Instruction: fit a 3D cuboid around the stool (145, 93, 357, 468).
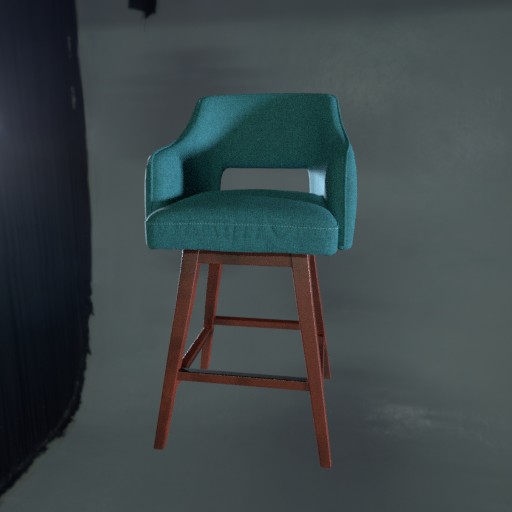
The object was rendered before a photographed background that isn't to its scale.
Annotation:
[{"bbox_3d":[0.000,0.000,1.304,0.548,0.961,0.556,2,14,9],"label":"stool"}]
